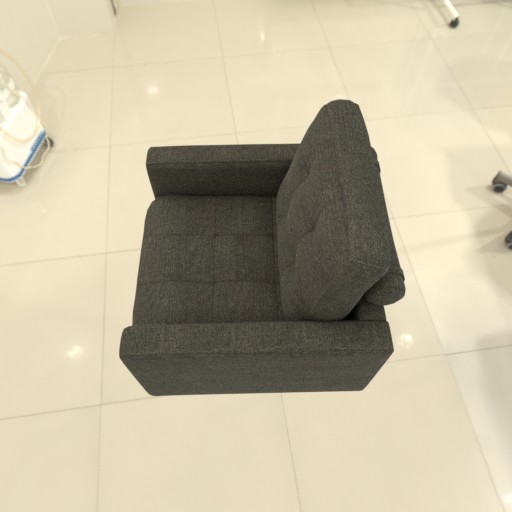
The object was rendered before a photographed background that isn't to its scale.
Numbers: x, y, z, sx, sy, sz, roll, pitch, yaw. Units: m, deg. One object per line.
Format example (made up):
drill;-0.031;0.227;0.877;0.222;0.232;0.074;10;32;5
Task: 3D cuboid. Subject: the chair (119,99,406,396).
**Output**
chair;0.000;0.000;1.559;0.843;0.880;0.821;-1;59;-1
